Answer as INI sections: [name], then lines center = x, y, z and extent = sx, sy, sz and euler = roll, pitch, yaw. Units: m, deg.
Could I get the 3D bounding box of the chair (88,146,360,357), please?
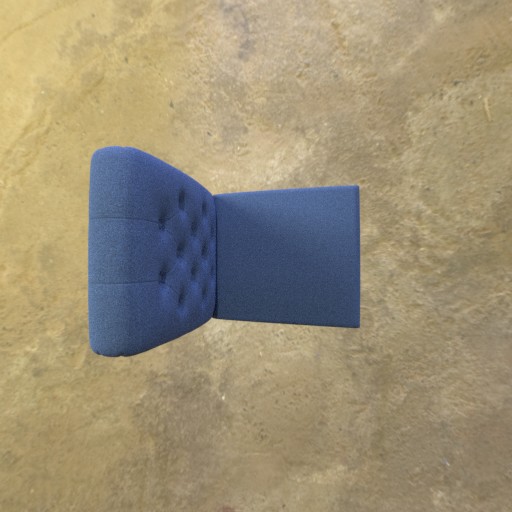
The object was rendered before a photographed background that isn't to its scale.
[chair]
center = 0.000, 0.000, 1.330
extent = 0.671, 1.006, 0.456
euler = 0, 89, -1
